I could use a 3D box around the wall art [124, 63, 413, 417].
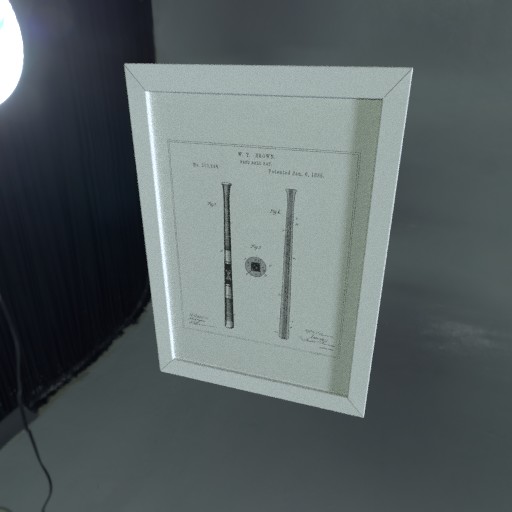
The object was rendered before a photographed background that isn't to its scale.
[{"bbox_3d":[0.000,0.000,0.669,0.374,0.529,0.012,8,27,16],"label":"wall art"}]
